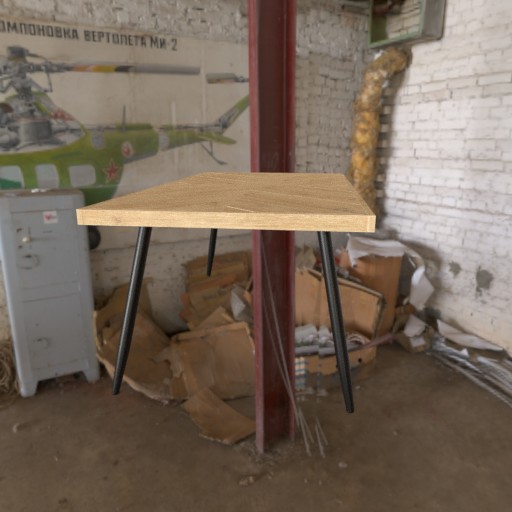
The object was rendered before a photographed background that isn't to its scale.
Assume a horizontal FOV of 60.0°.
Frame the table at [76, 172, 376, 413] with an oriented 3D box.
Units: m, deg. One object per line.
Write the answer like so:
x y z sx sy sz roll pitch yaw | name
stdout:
0.000 0.000 2.402 0.991 0.762 1.803 2 15 7 | table
